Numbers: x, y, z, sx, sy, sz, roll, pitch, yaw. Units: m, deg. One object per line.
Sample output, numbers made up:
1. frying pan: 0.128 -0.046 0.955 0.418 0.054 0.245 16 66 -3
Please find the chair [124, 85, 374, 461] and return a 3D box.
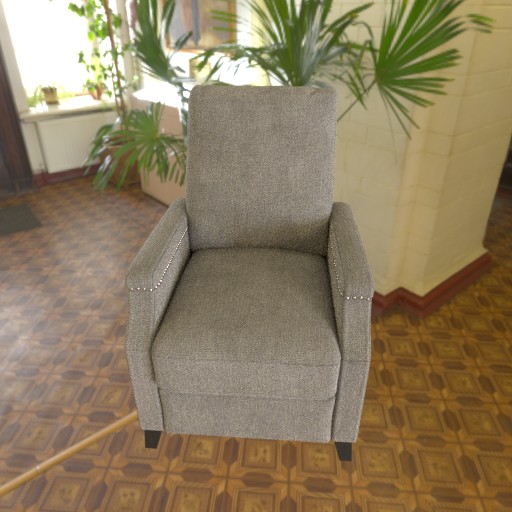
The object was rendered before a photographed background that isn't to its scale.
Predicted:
1. chair: 0.000 0.000 1.573 0.710 1.049 0.922 2 29 4
